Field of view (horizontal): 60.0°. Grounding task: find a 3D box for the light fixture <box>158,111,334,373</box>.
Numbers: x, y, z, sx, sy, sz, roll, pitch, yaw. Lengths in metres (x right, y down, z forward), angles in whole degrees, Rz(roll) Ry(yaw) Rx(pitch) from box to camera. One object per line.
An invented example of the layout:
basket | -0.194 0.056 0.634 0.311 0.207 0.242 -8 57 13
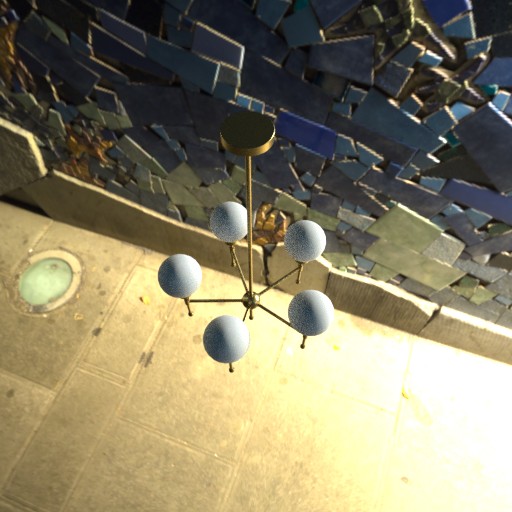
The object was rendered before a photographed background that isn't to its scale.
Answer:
light fixture | 0.000 0.000 1.855 0.785 1.331 0.815 31 63 18
